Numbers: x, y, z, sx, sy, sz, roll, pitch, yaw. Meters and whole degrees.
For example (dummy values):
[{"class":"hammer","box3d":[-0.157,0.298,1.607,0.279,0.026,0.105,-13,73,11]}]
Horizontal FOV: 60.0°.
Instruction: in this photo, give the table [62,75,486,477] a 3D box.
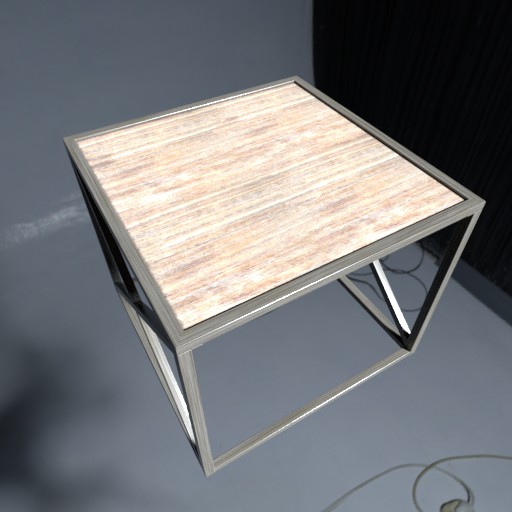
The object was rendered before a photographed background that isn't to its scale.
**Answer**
[{"class":"table","box3d":[0.000,0.000,1.061,0.609,0.507,0.611,-23,50,-21]}]
